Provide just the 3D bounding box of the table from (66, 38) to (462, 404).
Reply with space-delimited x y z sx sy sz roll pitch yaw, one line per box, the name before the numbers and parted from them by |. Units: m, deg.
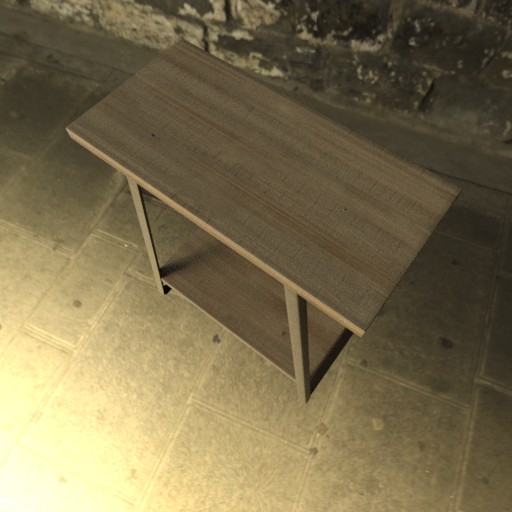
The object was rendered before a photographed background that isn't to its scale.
table | 0.000 0.000 1.043 0.599 0.701 0.300 34 67 17
